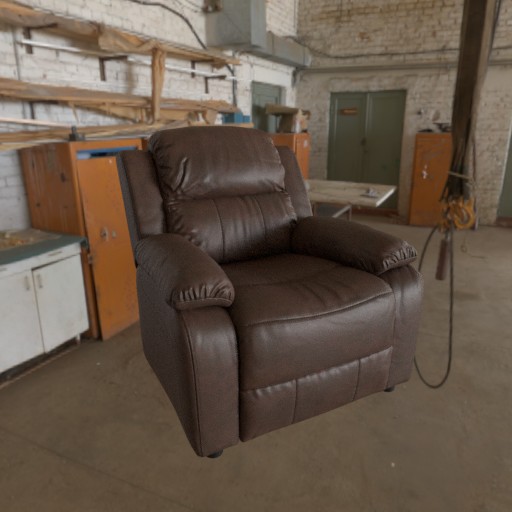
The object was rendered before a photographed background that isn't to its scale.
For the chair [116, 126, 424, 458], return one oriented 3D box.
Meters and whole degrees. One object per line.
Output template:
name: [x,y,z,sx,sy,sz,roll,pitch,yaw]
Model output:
chair: [0.000,0.000,1.252,0.680,0.702,0.707,-9,19,-27]
